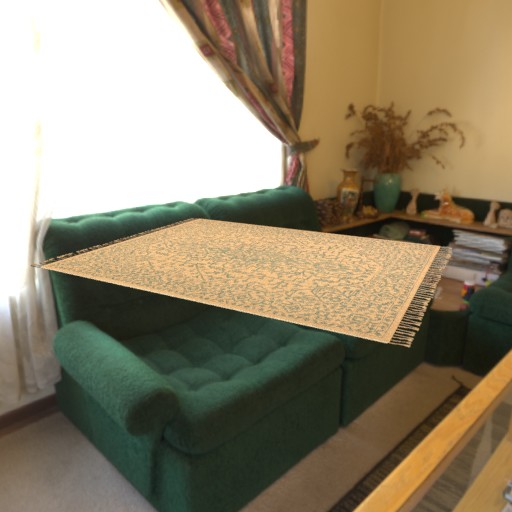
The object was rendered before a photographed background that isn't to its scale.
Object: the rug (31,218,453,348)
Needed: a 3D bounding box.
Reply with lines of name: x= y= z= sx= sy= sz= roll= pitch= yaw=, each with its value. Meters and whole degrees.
rug: x=0.000 y=0.000 z=4.274 sx=3.327 sy=0.010 sz=2.464 roll=9 pitch=18 yaw=27
